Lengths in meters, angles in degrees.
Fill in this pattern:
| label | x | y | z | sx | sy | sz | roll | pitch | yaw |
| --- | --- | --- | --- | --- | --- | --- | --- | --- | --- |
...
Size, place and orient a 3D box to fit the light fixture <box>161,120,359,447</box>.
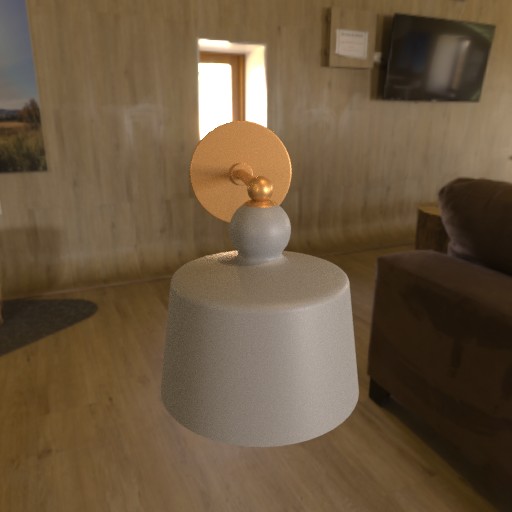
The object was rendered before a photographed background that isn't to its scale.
| label | x | y | z | sx | sy | sz | roll | pitch | yaw |
| --- | --- | --- | --- | --- | --- | --- | --- | --- | --- |
| light fixture | 0.000 | 0.000 | 0.454 | 0.204 | 0.268 | 0.254 | -3 | 17 | -9 |
